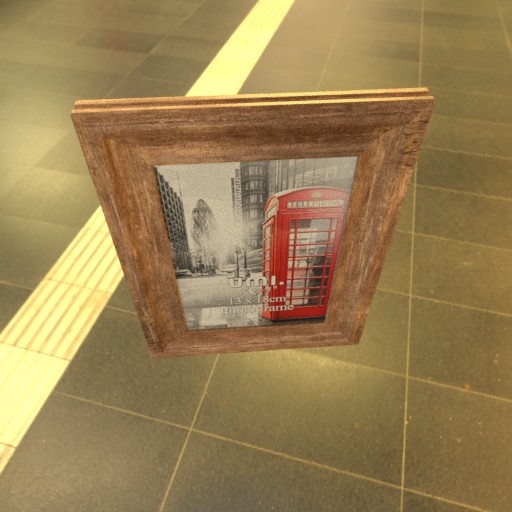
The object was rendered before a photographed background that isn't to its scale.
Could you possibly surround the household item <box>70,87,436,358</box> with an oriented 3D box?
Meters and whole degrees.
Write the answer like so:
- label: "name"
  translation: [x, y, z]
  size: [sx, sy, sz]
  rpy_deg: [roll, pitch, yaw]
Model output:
- label: "household item"
  translation: [0.000, 0.000, 0.316]
  size: [0.186, 0.237, 0.018]
  rpy_deg: [-3, 47, -3]
